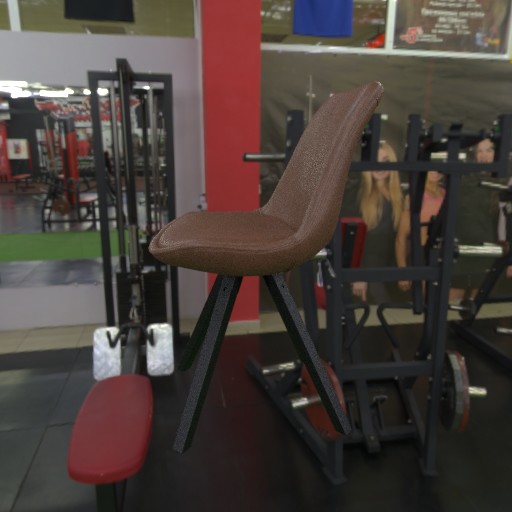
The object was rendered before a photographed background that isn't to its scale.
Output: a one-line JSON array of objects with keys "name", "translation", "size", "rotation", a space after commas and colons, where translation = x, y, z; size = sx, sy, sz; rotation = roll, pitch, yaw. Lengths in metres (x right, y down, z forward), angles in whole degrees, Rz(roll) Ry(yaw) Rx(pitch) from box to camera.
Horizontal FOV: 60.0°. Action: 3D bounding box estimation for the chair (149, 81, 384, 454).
[{"name": "chair", "translation": [0.000, 0.000, 1.178], "size": [0.550, 0.850, 0.475], "rotation": [-2, 15, -8]}]
